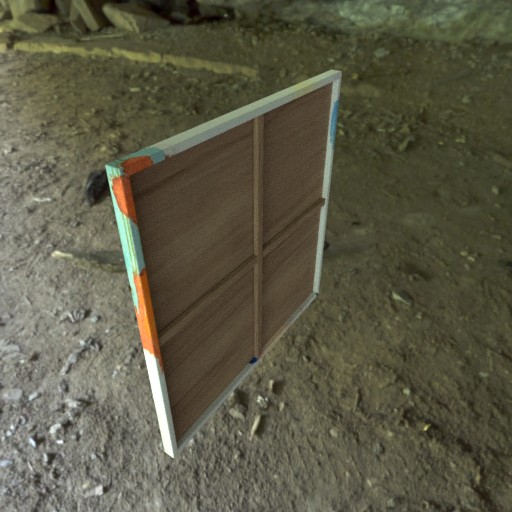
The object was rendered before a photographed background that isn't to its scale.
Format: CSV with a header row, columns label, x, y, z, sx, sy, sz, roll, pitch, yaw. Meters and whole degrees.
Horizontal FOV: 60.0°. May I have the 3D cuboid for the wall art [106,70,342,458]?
label,x,y,z,sx,sy,sz,roll,pitch,yaw
wall art,0.000,0.000,1.515,0.044,1.017,1.017,21,40,27
